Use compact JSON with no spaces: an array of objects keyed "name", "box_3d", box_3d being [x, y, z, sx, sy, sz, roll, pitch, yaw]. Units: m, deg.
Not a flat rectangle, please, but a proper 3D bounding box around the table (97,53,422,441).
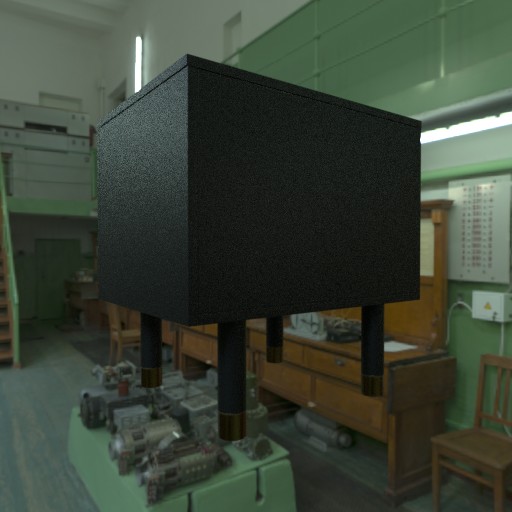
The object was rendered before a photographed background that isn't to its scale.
[{"name":"table","box_3d":[0.000,0.000,0.974,0.564,0.584,0.441,-1,1,-36]}]
